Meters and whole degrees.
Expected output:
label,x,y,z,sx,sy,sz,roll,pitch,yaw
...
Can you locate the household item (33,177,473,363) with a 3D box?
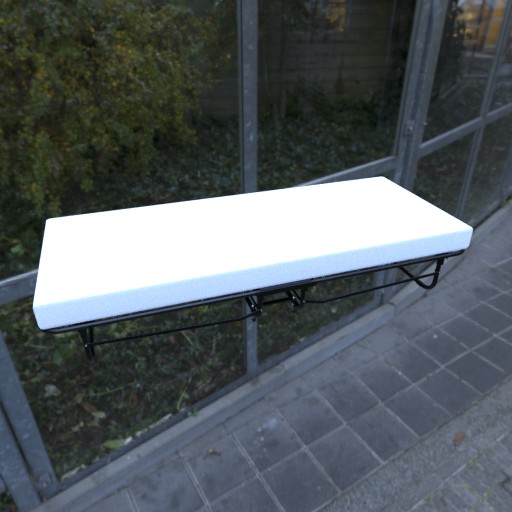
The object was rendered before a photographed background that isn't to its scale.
label,x,y,z,sx,sy,sz,roll,pitch,yaw
household item,0.000,0.000,2.150,1.905,0.356,0.787,-10,31,-16
